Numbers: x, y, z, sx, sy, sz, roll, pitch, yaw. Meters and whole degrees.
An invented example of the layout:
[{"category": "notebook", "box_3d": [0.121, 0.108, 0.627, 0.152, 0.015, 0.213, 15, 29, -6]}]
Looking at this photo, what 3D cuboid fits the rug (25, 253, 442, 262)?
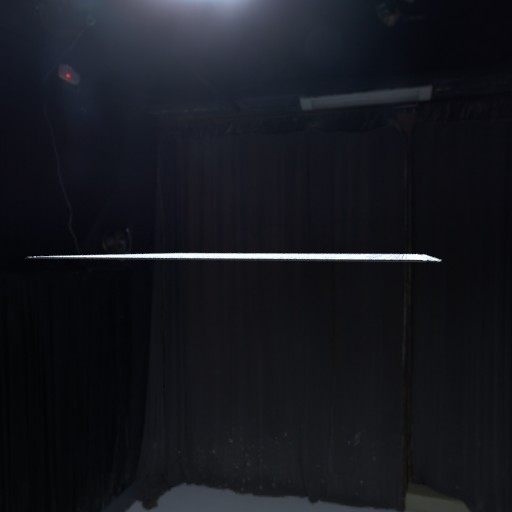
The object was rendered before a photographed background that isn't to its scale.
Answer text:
[{"category": "rug", "box_3d": [0.000, 0.000, 3.975, 2.940, 0.013, 2.312, 0, 1, 19]}]
